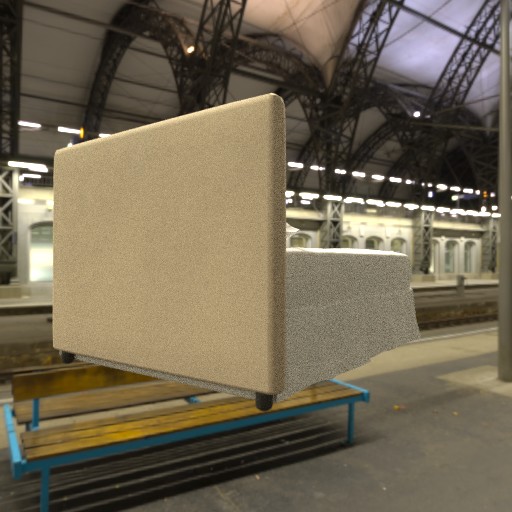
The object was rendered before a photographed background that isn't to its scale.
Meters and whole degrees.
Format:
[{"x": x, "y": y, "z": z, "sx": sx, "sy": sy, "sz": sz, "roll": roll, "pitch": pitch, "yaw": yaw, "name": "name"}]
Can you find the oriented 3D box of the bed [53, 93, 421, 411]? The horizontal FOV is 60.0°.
[{"x": 0.000, "y": 0.000, "z": 3.133, "sx": 1.723, "sy": 1.330, "sz": 2.142, "roll": 0, "pitch": -1, "yaw": 36, "name": "bed"}]
